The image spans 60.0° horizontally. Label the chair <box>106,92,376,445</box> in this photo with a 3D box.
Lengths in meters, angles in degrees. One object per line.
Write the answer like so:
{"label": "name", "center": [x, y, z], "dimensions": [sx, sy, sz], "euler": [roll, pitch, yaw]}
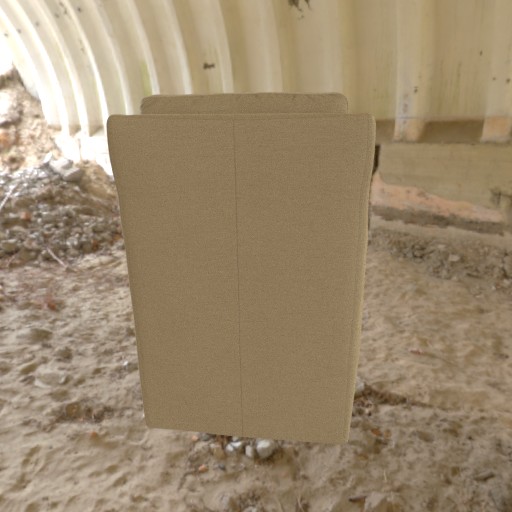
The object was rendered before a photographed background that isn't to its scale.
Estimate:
{"label": "chair", "center": [0.000, 0.000, 1.368], "dimensions": [0.626, 0.914, 0.694], "euler": [2, 15, 7]}
